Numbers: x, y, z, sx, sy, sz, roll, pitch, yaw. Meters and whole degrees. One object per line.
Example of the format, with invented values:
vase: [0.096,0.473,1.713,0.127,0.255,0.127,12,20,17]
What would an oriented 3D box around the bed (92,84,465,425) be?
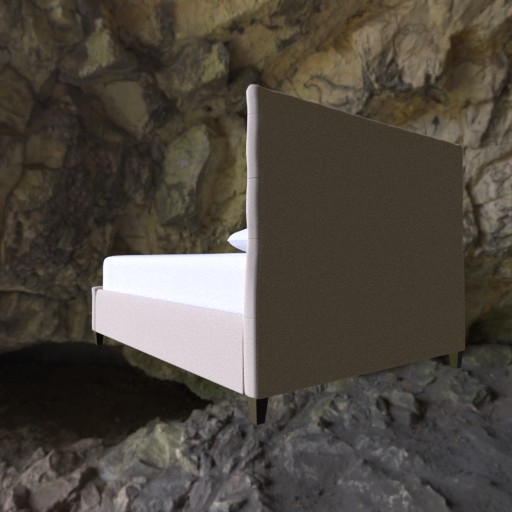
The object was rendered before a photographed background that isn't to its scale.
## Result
bed: [0.000,0.000,3.209,1.696,1.426,2.233,0,0,-37]
